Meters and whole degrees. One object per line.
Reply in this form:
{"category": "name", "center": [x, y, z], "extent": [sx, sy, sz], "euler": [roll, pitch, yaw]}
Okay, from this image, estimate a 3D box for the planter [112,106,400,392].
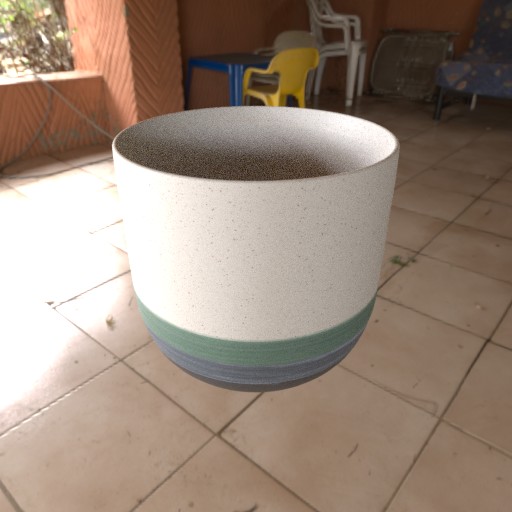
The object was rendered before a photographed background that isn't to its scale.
{"category": "planter", "center": [0.000, 0.000, 0.491], "extent": [0.268, 0.270, 0.268], "euler": [0, 30, 0]}
